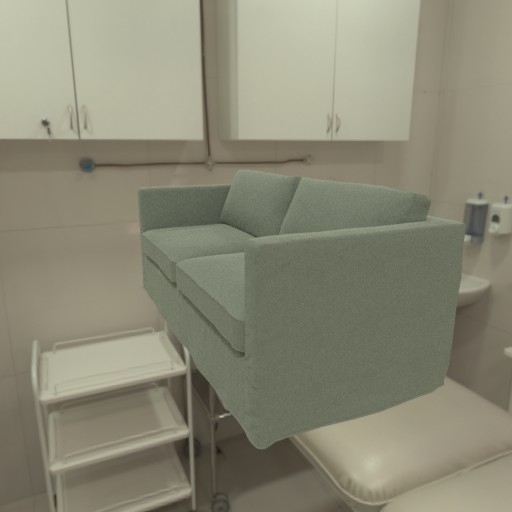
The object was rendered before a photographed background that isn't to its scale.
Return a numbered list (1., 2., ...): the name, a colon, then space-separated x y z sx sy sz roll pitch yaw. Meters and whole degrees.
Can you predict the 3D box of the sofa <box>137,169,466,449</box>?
1. sofa: 0.000 0.000 2.473 0.940 0.870 1.987 -7 16 -24
